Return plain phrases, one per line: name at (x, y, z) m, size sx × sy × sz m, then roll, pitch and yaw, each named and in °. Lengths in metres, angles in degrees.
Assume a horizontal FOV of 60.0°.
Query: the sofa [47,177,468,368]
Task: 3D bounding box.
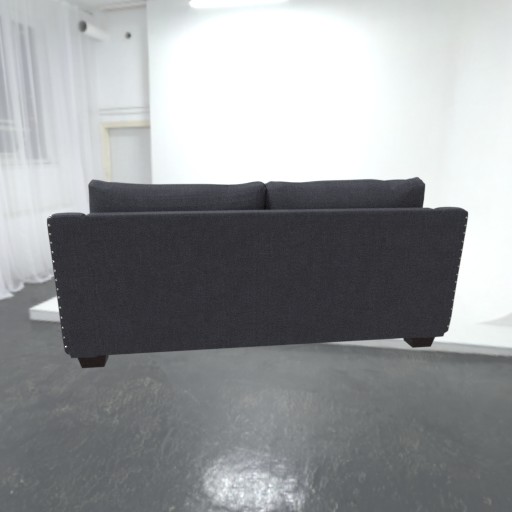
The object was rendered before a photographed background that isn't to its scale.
sofa at (0.000, 0.000, 3.364) m, size 2.550 × 1.196 × 1.336 m, roll -2°, pitch 12°, yaw -8°
